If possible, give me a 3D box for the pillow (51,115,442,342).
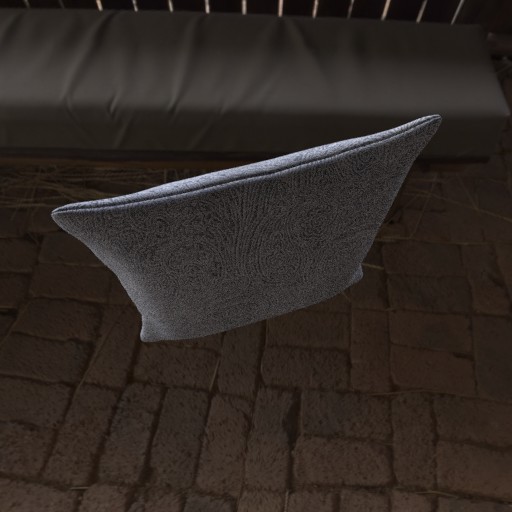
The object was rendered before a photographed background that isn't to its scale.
[{"bbox_3d":[0.000,0.000,0.782,0.523,0.510,0.166,-15,65,-8],"label":"pillow"}]
